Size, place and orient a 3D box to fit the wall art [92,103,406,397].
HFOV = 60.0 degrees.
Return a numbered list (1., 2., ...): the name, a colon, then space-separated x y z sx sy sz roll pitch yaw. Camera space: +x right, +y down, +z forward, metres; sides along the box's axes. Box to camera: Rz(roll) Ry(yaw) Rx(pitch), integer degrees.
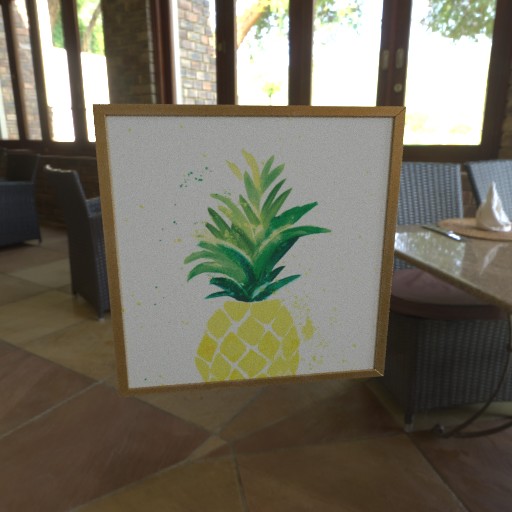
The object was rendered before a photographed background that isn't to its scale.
1. wall art: 0.000 0.000 1.181 0.762 0.760 0.037 -2 15 -8
